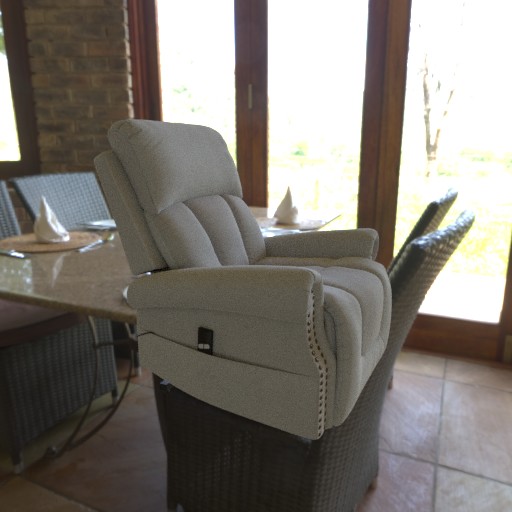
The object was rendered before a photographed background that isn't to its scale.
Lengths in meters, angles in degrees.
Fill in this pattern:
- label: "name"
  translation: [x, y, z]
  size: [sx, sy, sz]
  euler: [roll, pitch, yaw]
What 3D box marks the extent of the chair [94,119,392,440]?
- label: "chair"
  translation: [0.000, 0.000, 1.743]
  size: [0.979, 1.031, 0.871]
  euler: [7, 15, 27]
